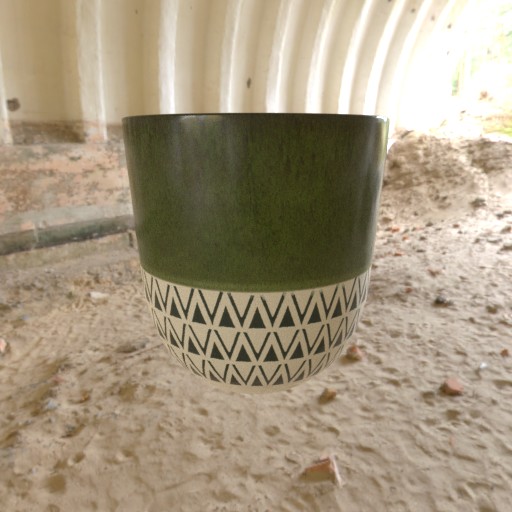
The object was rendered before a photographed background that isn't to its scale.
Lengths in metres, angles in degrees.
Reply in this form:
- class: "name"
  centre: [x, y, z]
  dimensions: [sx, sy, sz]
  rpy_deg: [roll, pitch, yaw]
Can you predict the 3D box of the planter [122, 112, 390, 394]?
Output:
- class: "planter"
  centre: [0.000, 0.000, 0.456]
  dimensions: [0.245, 0.270, 0.245]
  rpy_deg: [0, 15, 0]
